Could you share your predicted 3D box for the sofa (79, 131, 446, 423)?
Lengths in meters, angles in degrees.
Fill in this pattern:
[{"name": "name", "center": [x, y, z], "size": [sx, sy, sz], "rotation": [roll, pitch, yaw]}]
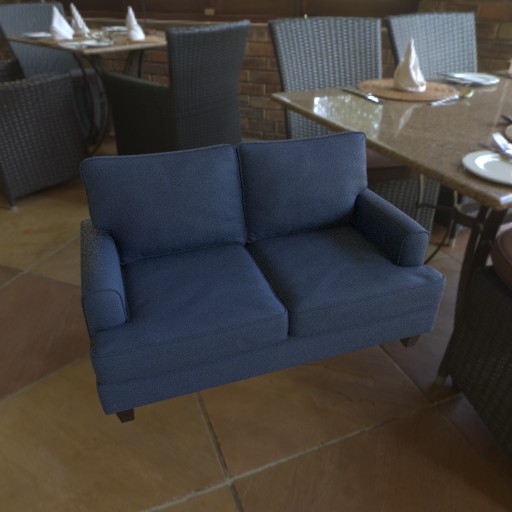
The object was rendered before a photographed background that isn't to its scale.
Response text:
[{"name": "sofa", "center": [0.000, 0.000, 2.228], "size": [1.651, 0.965, 0.965], "rotation": [-10, 33, -16]}]
